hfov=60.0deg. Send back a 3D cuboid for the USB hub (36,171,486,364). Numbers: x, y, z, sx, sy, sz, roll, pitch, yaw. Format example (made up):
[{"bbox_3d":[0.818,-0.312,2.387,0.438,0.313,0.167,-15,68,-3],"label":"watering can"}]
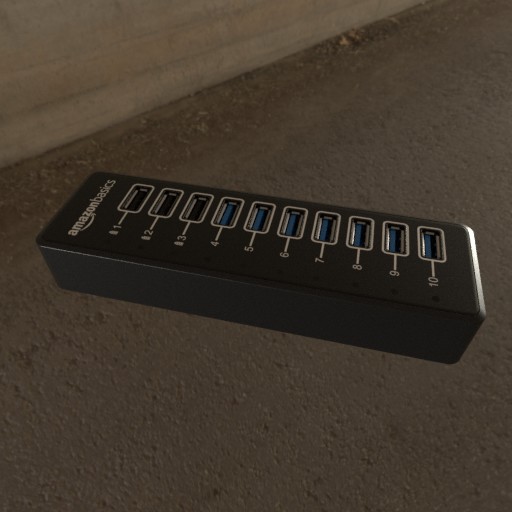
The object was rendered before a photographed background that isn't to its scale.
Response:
[{"bbox_3d":[0.000,0.000,0.159,0.145,0.023,0.044,10,47,9],"label":"USB hub"}]
